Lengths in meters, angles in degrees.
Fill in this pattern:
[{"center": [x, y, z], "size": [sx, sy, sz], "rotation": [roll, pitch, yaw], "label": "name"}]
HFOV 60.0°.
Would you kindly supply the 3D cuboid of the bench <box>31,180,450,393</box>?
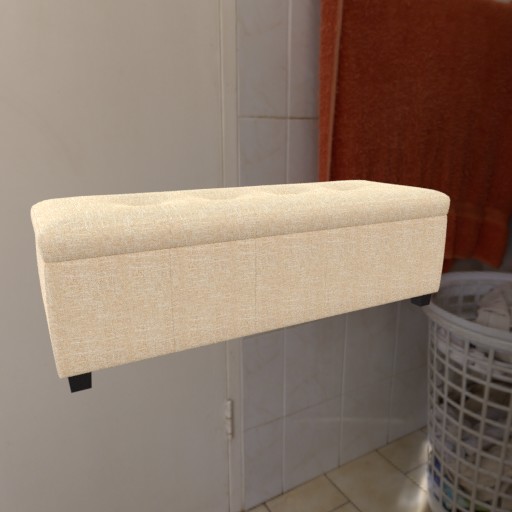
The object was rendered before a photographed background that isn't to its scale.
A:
[{"center": [0.000, 0.000, 1.388], "size": [1.219, 0.406, 0.432], "rotation": [-8, 17, -27], "label": "bench"}]
